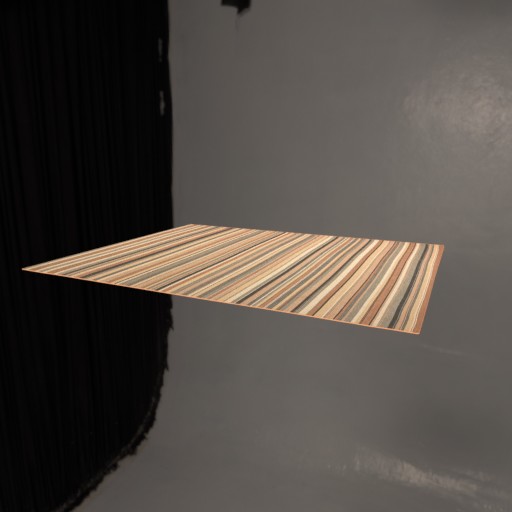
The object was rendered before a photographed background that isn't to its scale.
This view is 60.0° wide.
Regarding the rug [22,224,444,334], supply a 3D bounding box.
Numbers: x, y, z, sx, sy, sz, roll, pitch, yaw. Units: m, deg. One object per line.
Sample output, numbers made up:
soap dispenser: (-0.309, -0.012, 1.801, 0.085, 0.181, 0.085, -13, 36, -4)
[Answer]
rug: (0.000, 0.000, 4.019, 3.045, 0.011, 2.436, 6, 15, 25)
